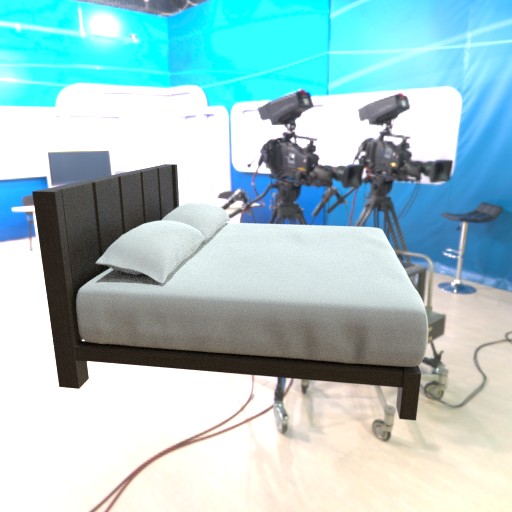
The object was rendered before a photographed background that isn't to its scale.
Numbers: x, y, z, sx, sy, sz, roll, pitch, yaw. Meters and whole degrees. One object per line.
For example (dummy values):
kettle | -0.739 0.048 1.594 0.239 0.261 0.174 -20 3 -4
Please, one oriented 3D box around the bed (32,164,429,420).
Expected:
bed | 0.000 0.000 3.529 2.238 1.261 2.143 2 16 9
